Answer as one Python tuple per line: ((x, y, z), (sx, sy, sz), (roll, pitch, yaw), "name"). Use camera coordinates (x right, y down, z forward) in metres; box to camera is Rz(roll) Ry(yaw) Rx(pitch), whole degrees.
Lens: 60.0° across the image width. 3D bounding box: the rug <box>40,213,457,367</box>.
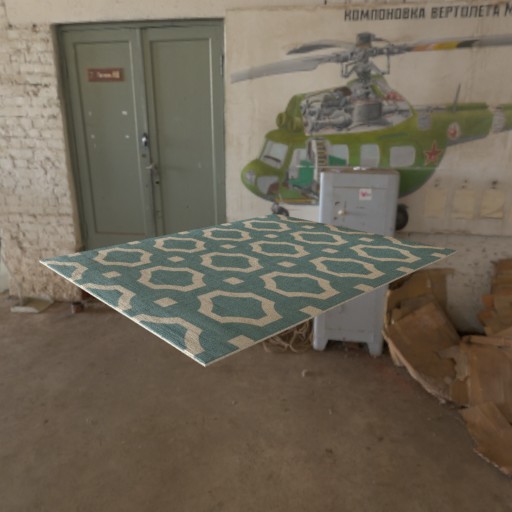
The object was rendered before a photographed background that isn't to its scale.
((0.000, 0.000, 4.143), (3.049, 0.021, 2.466), (-15, 23, -41), "rug")
